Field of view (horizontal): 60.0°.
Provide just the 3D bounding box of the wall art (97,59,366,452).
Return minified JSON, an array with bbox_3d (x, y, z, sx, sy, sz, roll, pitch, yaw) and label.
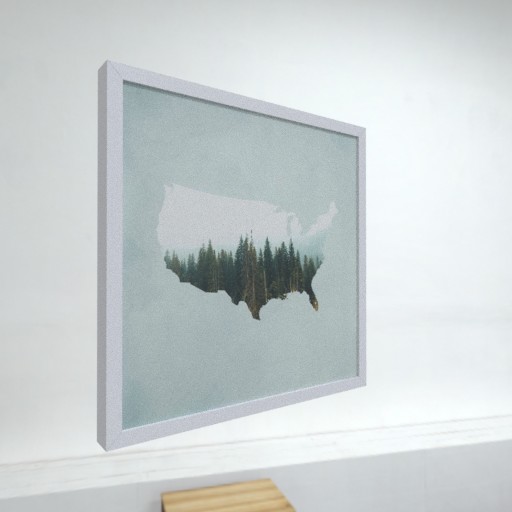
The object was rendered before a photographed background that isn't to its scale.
[{"bbox_3d":[0.000,0.000,0.741,0.509,0.509,0.040,0,-1,-36],"label":"wall art"}]
